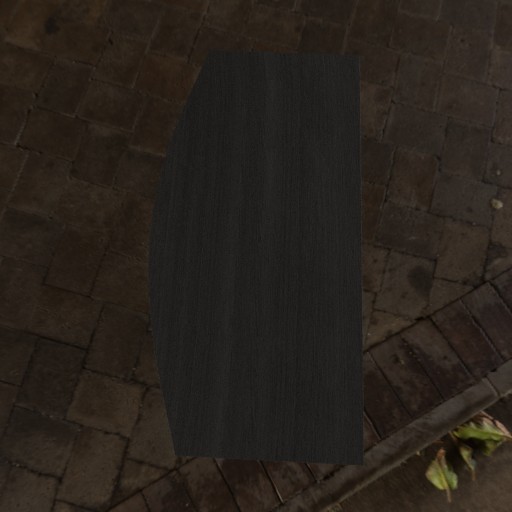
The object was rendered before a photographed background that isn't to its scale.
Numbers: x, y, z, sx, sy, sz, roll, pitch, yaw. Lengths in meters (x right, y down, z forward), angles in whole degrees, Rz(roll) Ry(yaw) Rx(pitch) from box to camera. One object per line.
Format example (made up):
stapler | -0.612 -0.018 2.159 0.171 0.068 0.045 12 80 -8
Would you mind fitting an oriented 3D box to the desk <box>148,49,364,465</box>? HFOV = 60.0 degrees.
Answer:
desk | 0.000 0.000 2.048 0.802 0.750 1.600 3 76 1
